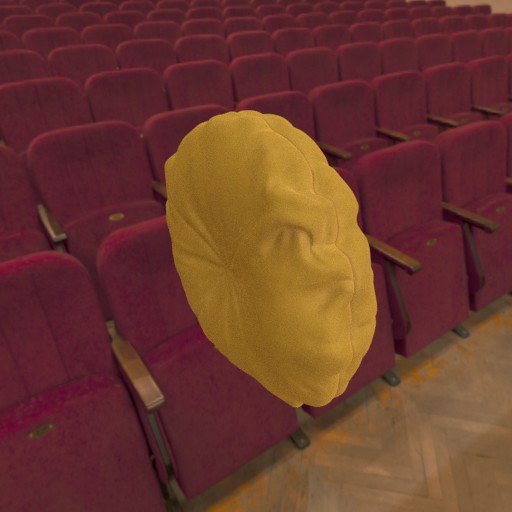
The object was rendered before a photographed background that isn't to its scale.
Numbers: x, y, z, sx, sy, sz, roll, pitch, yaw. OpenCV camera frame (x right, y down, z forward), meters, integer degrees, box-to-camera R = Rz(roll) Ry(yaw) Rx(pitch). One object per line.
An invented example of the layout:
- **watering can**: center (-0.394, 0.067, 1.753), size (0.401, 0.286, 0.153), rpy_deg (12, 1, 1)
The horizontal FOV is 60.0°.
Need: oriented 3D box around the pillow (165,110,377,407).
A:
- **pillow**: center (0.000, 0.000, 0.652), size (0.148, 0.407, 0.428), rpy_deg (-20, 37, -29)
